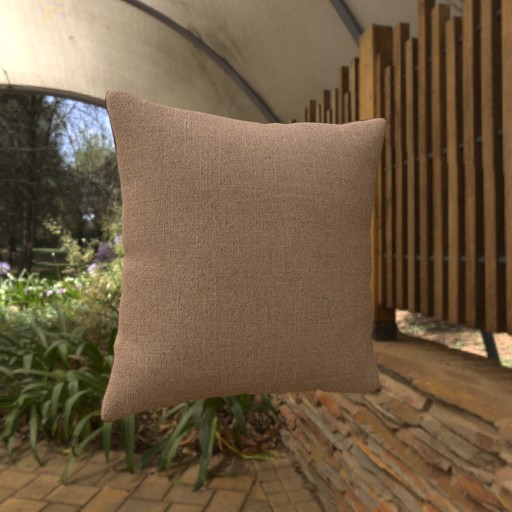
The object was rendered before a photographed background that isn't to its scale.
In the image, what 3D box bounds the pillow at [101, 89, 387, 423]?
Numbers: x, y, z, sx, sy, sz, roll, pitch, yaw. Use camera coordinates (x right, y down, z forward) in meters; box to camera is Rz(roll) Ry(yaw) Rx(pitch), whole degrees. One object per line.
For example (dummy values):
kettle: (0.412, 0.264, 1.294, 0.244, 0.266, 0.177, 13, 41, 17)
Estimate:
pillow: (0.000, 0.000, 0.661, 0.437, 0.448, 0.147, 0, 0, -17)
